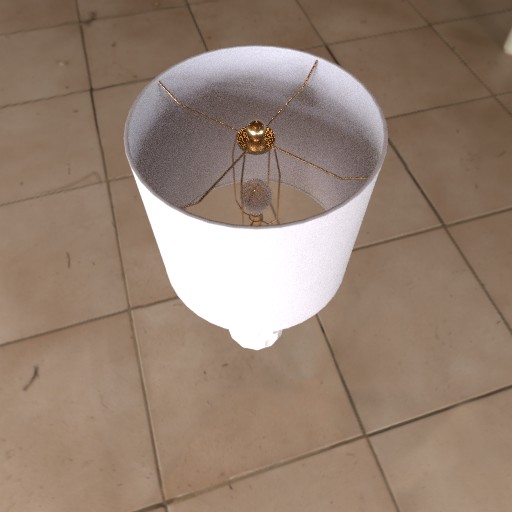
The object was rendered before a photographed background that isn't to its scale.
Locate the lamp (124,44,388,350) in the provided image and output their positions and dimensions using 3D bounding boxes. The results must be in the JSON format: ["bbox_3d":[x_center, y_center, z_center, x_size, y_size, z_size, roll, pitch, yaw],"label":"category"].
[{"bbox_3d":[0.000,0.000,0.697,0.277,0.537,0.277,-16,60,-10],"label":"lamp"}]
